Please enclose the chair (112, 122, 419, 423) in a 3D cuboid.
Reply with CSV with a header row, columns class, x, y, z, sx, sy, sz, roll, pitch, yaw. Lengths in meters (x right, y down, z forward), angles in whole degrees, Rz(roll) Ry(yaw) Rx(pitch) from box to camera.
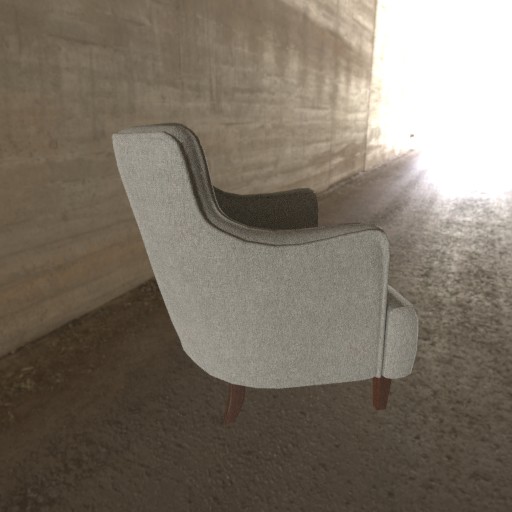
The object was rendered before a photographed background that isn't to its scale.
class,x,y,z,sx,sy,sz,roll,pitch,yaw
chair,0.000,0.000,1.584,0.910,0.920,0.820,-3,17,-9
